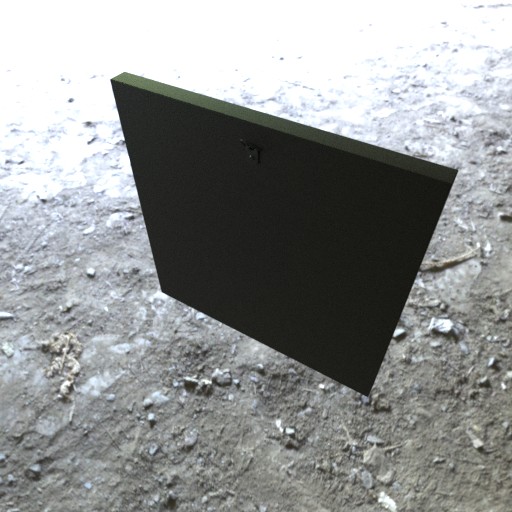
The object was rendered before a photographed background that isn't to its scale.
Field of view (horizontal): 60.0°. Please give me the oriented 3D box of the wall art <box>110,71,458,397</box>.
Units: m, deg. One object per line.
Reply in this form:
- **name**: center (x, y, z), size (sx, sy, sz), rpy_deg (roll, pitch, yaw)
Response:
- **wall art**: center (0.000, 0.000, 0.525), size (0.349, 0.349, 0.038), rpy_deg (23, 51, 21)
